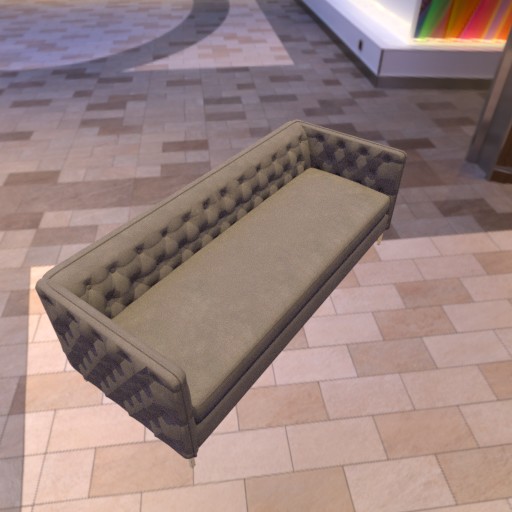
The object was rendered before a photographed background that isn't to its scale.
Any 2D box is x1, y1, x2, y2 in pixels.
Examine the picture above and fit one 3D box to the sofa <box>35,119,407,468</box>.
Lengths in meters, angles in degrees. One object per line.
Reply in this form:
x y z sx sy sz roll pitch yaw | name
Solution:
0.000 0.000 2.663 0.895 0.771 2.209 26 47 27 | sofa
